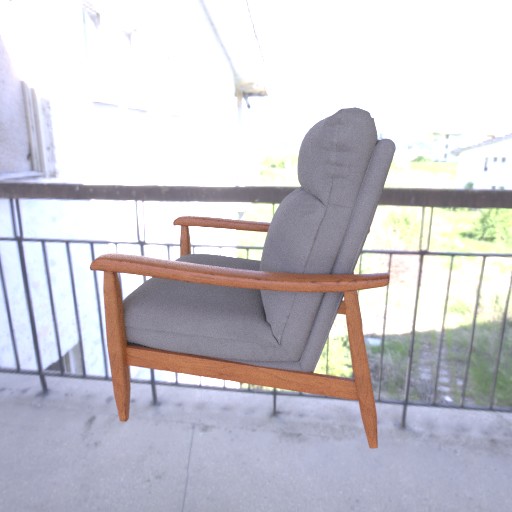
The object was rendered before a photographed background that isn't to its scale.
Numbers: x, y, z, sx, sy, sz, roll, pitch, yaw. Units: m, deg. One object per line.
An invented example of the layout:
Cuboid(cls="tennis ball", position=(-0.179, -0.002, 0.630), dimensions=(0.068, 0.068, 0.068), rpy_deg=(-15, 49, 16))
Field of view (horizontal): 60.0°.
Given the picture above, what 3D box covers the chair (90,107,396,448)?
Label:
Cuboid(cls="chair", position=(0.000, 0.000, 1.513), dimensions=(0.816, 0.922, 0.782), rpy_deg=(2, 15, 9))
